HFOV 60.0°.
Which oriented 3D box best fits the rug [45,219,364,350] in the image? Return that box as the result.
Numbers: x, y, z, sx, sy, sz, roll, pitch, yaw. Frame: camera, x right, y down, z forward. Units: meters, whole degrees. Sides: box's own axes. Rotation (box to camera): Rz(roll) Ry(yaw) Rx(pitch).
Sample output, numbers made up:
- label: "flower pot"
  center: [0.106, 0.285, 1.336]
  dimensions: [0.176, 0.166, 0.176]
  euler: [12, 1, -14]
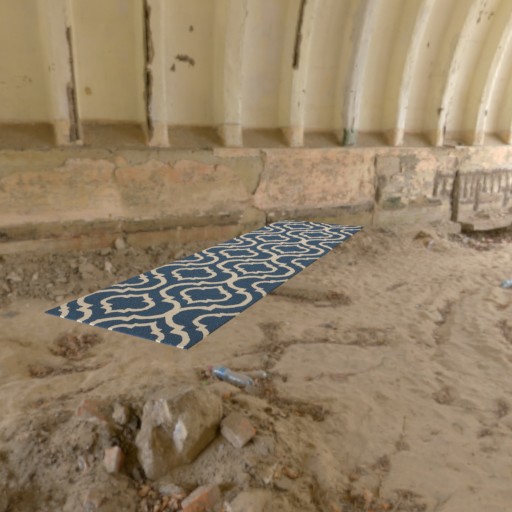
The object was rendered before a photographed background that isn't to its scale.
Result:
- label: "rug"
  center: [0.000, 0.000, 2.576]
  dimensions: [0.685, 0.006, 2.296]
  euler: [8, 17, 26]
